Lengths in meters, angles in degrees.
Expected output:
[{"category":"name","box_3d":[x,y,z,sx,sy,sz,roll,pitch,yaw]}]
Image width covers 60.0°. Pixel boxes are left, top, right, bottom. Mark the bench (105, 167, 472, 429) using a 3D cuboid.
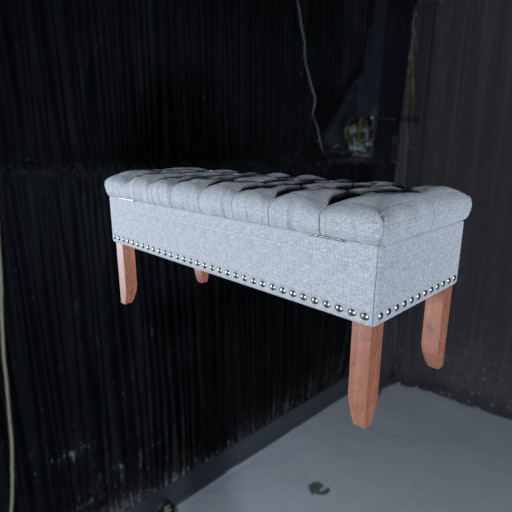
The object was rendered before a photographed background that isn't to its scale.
[{"category":"bench","box_3d":[0.000,0.000,1.320,0.417,0.470,1.052,-14,20,-43]}]
